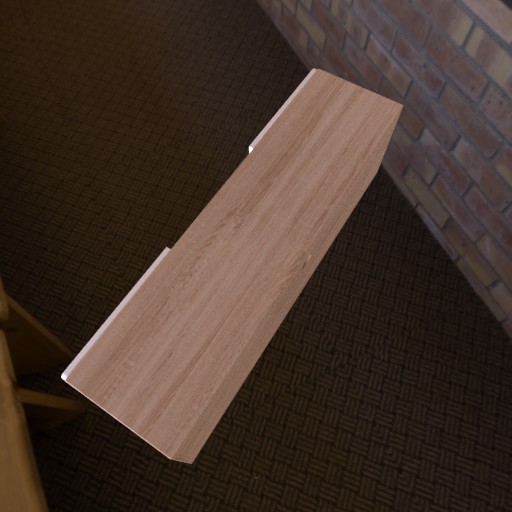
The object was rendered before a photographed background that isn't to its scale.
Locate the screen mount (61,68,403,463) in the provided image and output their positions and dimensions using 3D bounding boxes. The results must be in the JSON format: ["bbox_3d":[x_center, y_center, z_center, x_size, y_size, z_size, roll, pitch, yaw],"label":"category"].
[{"bbox_3d":[0.000,0.000,1.763,0.420,0.570,1.500,30,67,14],"label":"screen mount"}]
